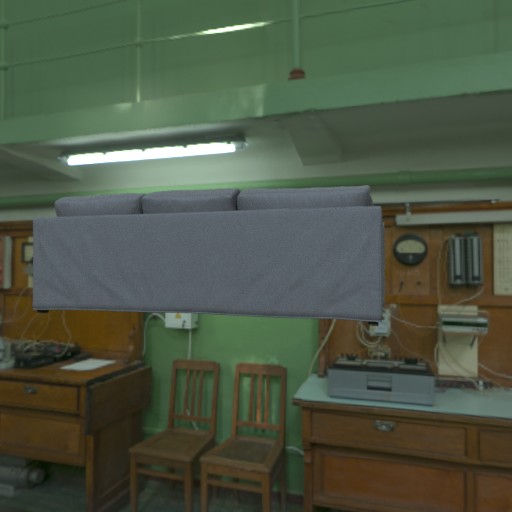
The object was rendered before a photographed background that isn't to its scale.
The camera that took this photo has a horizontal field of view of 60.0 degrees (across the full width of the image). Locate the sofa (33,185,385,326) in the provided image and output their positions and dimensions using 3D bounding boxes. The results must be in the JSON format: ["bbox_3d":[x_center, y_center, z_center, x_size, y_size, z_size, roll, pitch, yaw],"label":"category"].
[{"bbox_3d":[0.000,0.000,4.352,2.432,0.871,3.182,0,-1,16],"label":"sofa"}]
